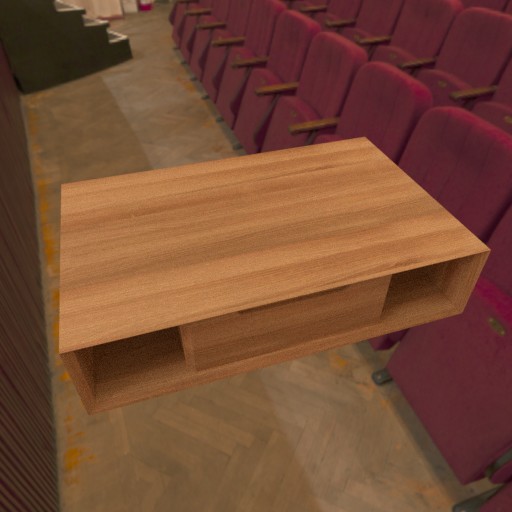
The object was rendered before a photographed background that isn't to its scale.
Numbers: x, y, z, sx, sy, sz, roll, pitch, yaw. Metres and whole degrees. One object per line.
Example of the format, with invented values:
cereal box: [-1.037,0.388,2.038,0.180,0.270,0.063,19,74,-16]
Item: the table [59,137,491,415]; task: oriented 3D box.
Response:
table: [0.000,0.000,1.422,1.100,0.330,0.700,-12,43,-13]
